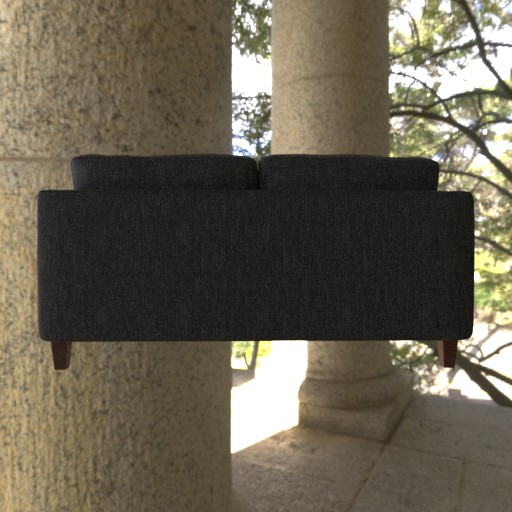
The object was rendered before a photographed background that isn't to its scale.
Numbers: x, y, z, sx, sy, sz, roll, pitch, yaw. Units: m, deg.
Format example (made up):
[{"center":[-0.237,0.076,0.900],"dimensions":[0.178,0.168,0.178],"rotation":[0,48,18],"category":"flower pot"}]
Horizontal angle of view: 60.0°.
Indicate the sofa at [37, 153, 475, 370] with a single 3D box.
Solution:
[{"center":[0.000,0.000,2.335],"dimensions":[1.884,0.963,0.950],"rotation":[0,1,-1],"category":"sofa"}]
